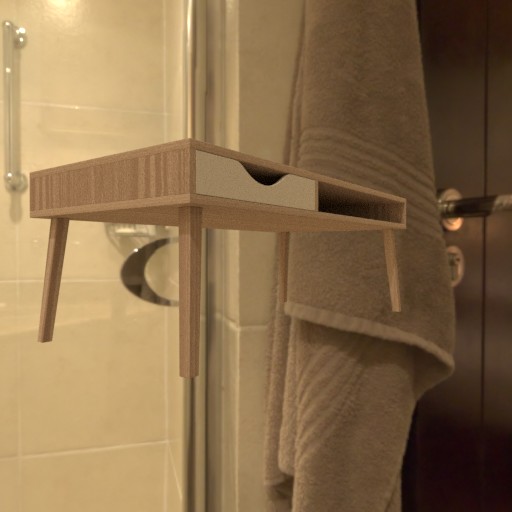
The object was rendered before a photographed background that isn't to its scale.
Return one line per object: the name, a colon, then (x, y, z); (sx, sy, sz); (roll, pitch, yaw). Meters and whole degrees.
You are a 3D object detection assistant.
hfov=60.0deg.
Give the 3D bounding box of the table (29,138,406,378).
table: (0.000, 0.000, 1.475); (0.600, 0.450, 1.200); (0, 1, 37)
